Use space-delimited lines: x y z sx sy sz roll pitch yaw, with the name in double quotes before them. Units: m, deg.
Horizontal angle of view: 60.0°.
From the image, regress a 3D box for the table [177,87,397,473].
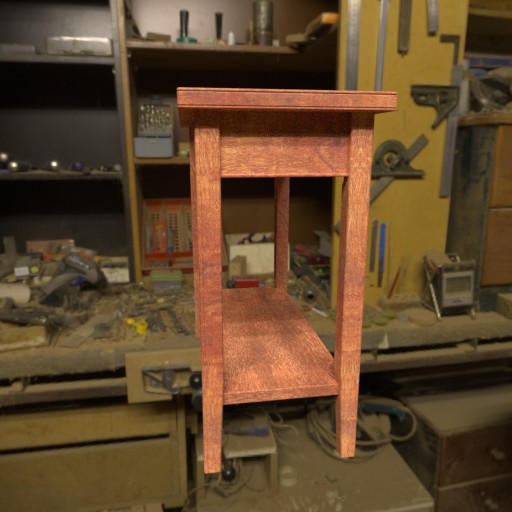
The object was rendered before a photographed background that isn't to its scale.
"table" 0.000 0.000 0.961 0.305 0.610 0.610 -2 14 -9
